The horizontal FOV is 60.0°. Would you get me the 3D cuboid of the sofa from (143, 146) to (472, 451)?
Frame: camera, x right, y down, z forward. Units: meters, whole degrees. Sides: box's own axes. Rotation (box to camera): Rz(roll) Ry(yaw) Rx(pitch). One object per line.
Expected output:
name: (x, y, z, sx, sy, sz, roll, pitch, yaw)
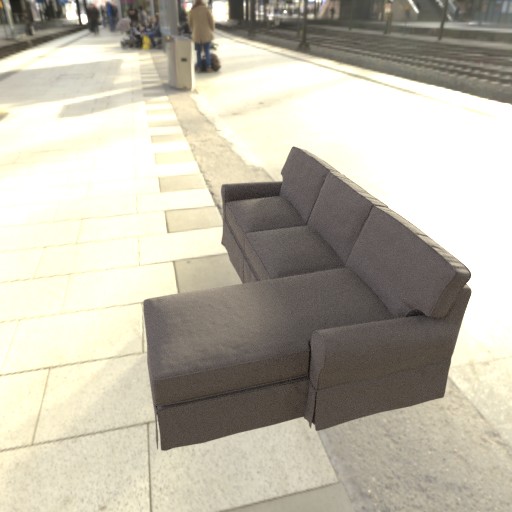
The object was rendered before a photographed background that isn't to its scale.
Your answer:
sofa: (0.000, 0.000, 3.280, 1.733, 0.978, 2.475, -8, 30, -14)
